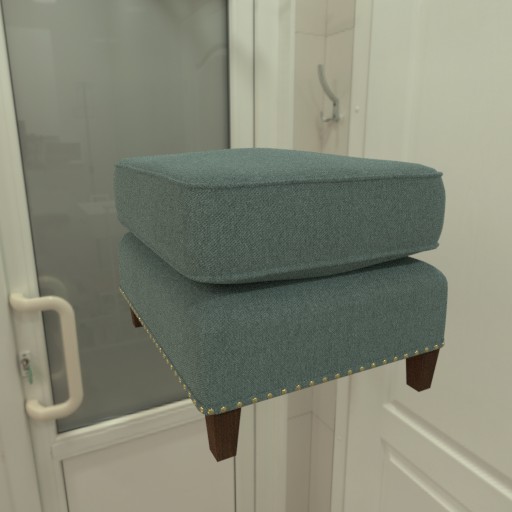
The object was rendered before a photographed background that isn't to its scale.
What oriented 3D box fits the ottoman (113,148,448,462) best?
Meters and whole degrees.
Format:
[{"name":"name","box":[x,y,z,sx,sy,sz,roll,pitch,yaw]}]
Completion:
[{"name":"ottoman","box":[0.000,0.000,1.130,0.589,0.537,0.738,-8,17,-26]}]
